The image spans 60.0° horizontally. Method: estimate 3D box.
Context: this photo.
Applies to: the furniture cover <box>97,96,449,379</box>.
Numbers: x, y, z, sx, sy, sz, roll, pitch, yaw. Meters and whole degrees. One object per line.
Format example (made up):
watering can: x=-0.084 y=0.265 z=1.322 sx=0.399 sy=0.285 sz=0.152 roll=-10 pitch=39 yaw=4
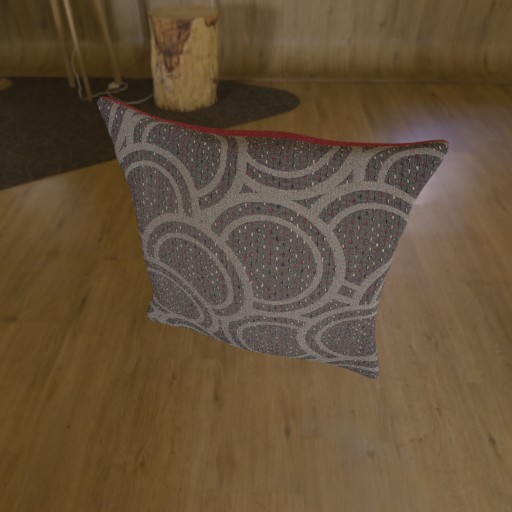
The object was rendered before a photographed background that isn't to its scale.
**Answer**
furniture cover: x=0.000 y=0.000 z=0.785 sx=0.514 sy=0.513 sz=0.163 roll=12 pitch=42 yaw=13
